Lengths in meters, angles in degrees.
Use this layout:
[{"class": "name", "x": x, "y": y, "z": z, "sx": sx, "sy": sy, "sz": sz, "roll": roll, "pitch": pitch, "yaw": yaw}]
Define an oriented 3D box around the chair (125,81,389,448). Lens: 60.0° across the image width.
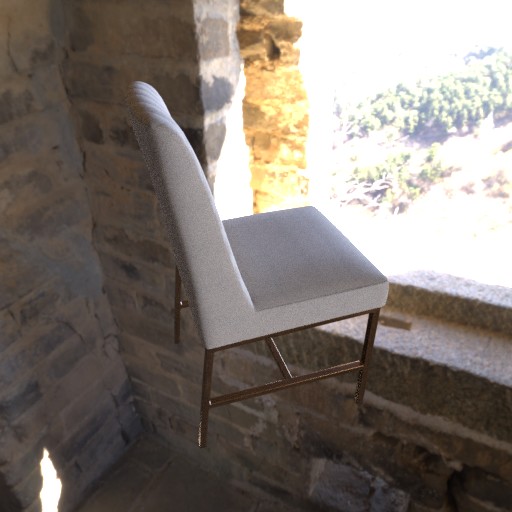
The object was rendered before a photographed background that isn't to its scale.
[{"class": "chair", "x": 0.000, "y": 0.000, "z": 1.287, "sx": 0.597, "sy": 0.933, "sz": 0.503, "roll": -10, "pitch": 33, "yaw": -15}]
